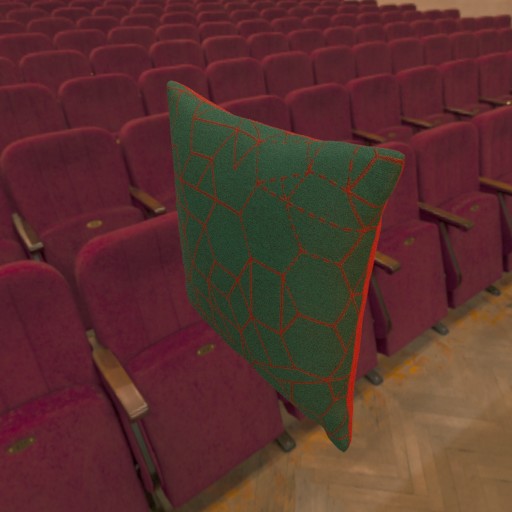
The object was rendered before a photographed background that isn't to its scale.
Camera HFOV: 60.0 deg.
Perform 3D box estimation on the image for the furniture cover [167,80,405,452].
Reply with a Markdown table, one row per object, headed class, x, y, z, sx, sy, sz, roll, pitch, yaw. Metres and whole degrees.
| class | x | y | z | sx | sy | sz | roll | pitch | yaw |
| --- | --- | --- | --- | --- | --- | --- | --- | --- | --- |
| furniture cover | 0.000 | 0.000 | 0.773 | 0.158 | 0.508 | 0.517 | -22 | 38 | -31 |
